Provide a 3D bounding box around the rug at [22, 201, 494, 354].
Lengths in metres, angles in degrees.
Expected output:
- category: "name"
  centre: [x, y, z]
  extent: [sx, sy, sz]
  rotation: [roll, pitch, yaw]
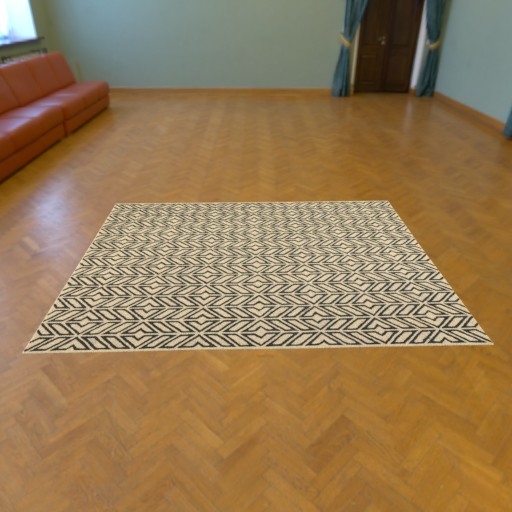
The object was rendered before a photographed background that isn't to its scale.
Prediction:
- category: "rug"
  centre: [0.000, 0.000, 3.906]
  extent: [3.045, 0.008, 2.421]
  rotation: [-1, 30, -1]
